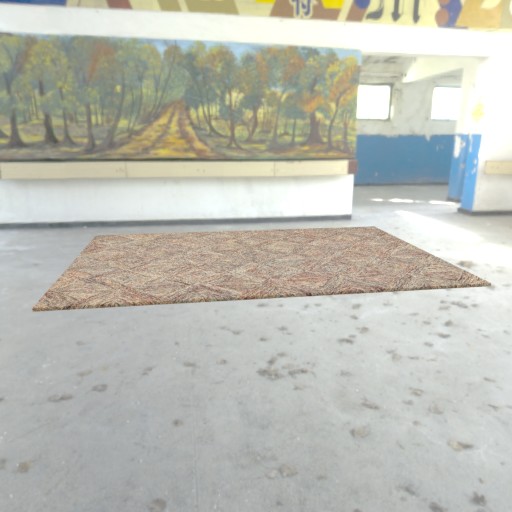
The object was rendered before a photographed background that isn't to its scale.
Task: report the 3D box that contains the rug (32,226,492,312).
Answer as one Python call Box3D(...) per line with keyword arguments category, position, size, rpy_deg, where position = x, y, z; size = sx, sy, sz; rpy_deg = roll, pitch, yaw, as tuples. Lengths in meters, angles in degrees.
Box3D(category="rug", position=(0.000, 0.000, 2.894), size=(2.285, 0.019, 1.523), rpy_deg=(-2, 15, -8))
